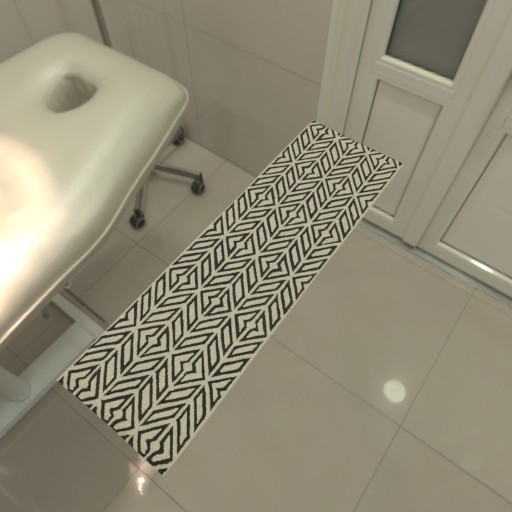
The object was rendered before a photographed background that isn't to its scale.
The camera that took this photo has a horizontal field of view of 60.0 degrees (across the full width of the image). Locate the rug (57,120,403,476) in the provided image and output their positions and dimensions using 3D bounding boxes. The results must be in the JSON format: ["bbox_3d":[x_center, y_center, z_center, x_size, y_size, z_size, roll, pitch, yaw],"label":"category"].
[{"bbox_3d":[0.000,0.000,2.679,0.750,0.009,2.435,32,63,19],"label":"rug"}]
